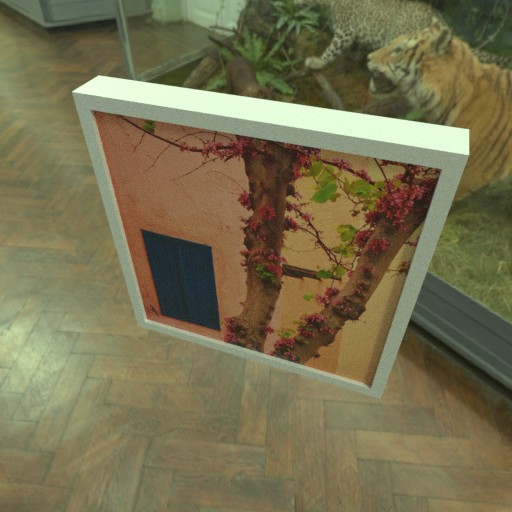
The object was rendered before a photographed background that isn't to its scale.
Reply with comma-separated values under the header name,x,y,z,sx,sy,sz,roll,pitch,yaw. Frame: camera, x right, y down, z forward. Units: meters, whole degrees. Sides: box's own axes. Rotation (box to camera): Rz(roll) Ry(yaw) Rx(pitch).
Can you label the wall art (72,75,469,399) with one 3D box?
name,x,y,z,sx,sy,sz,roll,pitch,yaw
wall art,0.000,0.000,0.438,0.305,0.302,0.038,13,44,14
